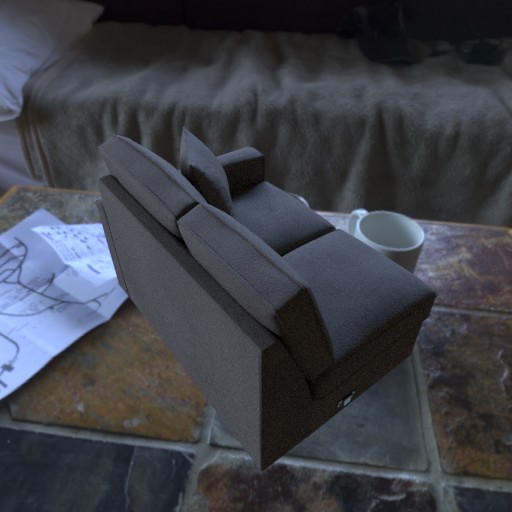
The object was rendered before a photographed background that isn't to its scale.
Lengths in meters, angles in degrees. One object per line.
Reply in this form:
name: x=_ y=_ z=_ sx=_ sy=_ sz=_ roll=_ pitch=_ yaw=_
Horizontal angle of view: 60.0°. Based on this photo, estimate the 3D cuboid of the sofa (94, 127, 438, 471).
sofa: x=0.000 y=0.000 z=2.104 sx=0.991 sy=0.989 sz=1.388 roll=-26 pitch=47 yaw=-27
